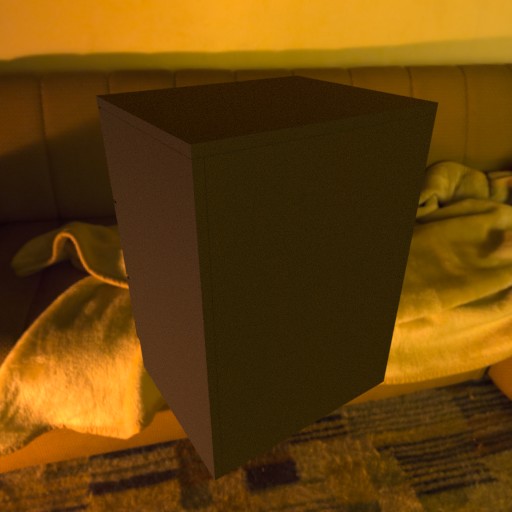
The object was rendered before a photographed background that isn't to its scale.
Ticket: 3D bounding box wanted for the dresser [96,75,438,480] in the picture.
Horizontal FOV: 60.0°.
[{"bbox_3d":[0.000,0.000,0.819,0.400,0.560,0.360,-18,34,-29],"label":"dresser"}]
